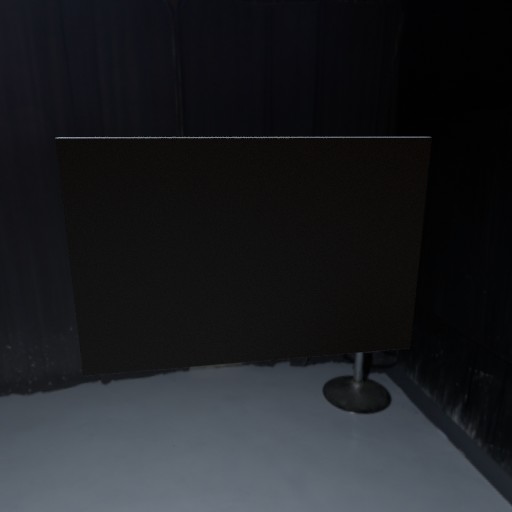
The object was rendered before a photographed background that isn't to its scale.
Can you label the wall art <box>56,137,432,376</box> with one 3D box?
[{"bbox_3d":[0.000,0.000,1.180,0.932,0.610,0.027,-3,16,-9],"label":"wall art"}]
